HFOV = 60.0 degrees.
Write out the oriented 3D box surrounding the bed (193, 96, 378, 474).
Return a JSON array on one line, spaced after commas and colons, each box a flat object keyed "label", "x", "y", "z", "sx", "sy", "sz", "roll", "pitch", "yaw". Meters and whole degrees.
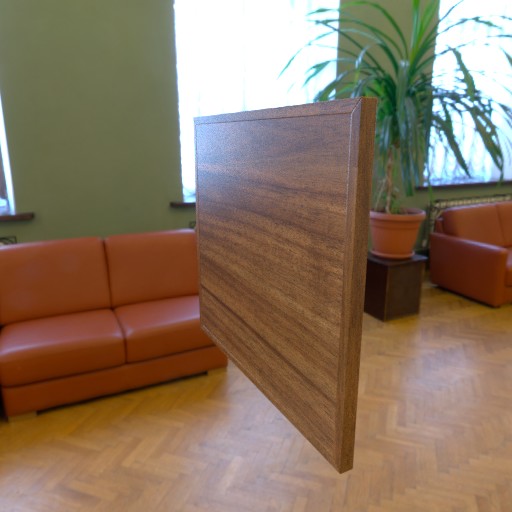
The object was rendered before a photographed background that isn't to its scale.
[{"label": "bed", "x": 0.000, "y": 0.000, "z": 1.501, "sx": 0.043, "sy": 0.940, "sz": 1.041, "roll": -8, "pitch": 17, "yaw": -27}]
